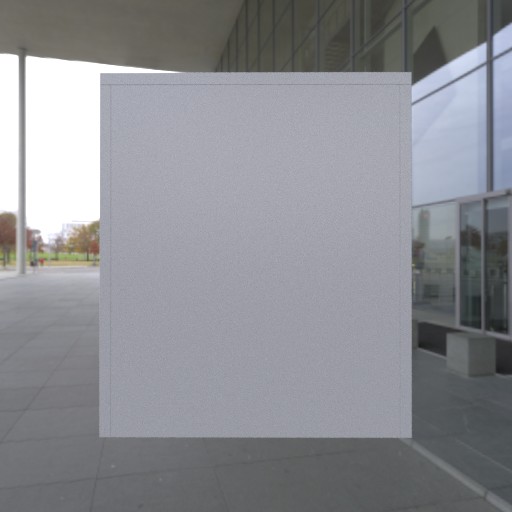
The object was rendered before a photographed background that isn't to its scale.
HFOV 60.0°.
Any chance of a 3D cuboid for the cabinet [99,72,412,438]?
[{"bbox_3d":[0.000,0.000,0.748,0.400,0.470,0.360,0,0,0],"label":"cabinet"}]
